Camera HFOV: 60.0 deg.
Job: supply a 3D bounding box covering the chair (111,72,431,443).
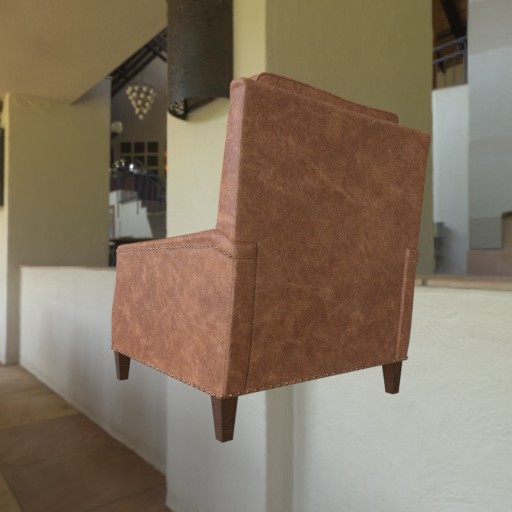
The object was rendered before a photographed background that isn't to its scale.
[{"bbox_3d":[0.000,0.000,1.779,0.854,1.054,1.035,1,-1,-37],"label":"chair"}]
